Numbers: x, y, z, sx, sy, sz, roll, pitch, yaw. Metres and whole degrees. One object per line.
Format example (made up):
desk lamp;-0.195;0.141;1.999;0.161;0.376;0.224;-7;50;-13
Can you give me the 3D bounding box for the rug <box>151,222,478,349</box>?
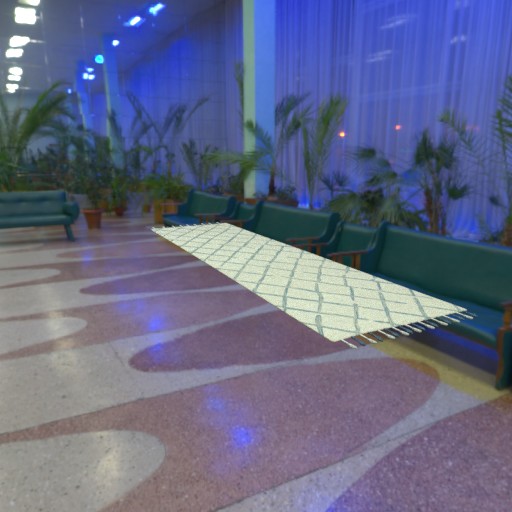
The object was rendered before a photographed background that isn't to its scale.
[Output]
rug;0.000;0.000;2.481;0.620;0.008;2.372;-7;15;-27
